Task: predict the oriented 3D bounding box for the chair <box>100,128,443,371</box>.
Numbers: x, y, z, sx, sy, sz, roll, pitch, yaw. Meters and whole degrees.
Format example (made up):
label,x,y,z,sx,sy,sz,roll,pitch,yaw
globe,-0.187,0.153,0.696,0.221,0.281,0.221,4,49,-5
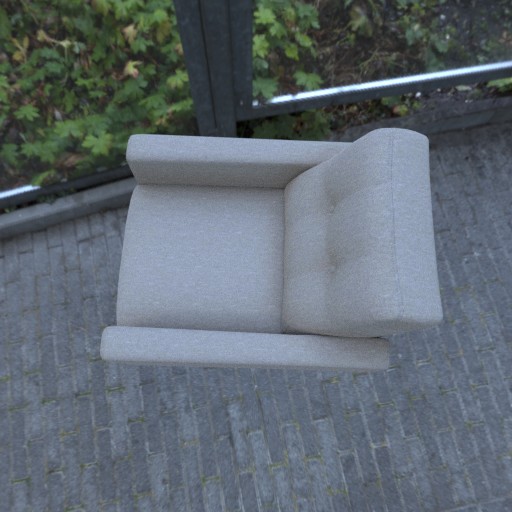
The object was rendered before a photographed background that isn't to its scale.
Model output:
label,x,y,z,sx,sy,sz,roll,pitch,yaw
chair,0.000,0.000,1.815,1.128,0.965,0.897,2,74,1
